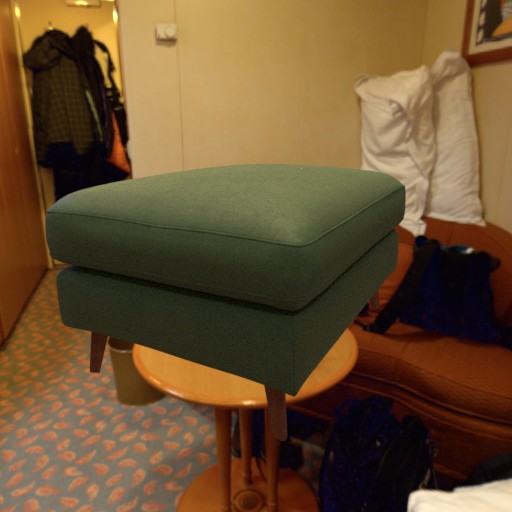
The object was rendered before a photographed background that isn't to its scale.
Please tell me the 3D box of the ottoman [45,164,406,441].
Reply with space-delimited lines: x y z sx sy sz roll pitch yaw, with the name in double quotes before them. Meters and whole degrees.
"ottoman" 0.000 0.000 1.147 0.608 0.449 0.811 9 18 27
